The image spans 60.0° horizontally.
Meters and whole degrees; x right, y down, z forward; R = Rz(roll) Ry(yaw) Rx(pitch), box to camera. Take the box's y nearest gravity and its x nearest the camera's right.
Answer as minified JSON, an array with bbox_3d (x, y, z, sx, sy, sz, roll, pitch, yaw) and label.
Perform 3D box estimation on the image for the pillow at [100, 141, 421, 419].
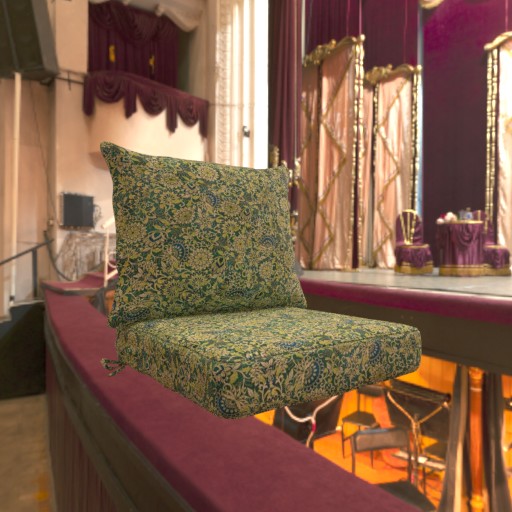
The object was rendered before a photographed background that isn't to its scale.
[{"bbox_3d":[0.000,0.000,1.372,0.798,0.722,0.740,0,1,-36],"label":"pillow"}]
